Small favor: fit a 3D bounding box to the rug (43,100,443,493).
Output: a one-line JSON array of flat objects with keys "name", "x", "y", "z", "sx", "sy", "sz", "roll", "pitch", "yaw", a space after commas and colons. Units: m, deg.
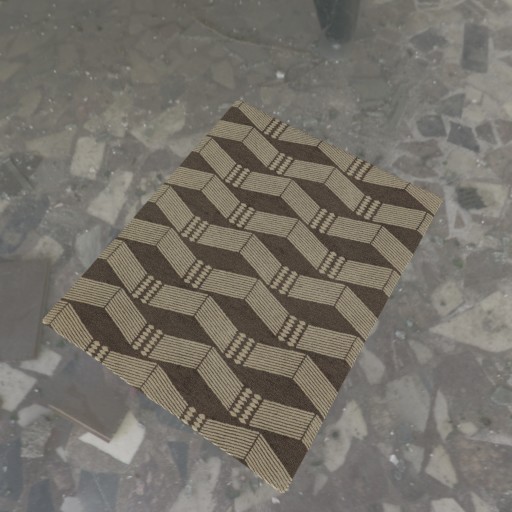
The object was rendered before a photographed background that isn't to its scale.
[{"name": "rug", "x": 0.000, "y": 0.000, "z": 4.086, "sx": 2.438, "sy": 0.016, "sz": 3.048, "roll": 30, "pitch": 68, "yaw": 14}]
